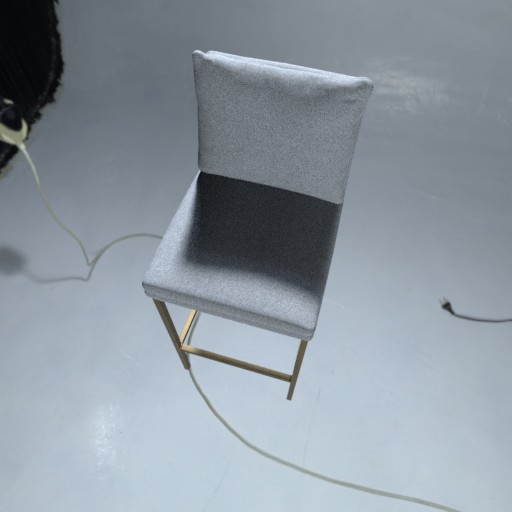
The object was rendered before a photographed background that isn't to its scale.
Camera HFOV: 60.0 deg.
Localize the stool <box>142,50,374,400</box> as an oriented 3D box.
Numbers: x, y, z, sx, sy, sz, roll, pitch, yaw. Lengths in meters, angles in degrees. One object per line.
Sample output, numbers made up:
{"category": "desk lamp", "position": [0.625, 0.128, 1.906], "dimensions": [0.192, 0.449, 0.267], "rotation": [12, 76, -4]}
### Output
{"category": "stool", "position": [0.000, 0.000, 1.411], "dimensions": [0.463, 1.130, 0.569], "rotation": [14, 60, 8]}
